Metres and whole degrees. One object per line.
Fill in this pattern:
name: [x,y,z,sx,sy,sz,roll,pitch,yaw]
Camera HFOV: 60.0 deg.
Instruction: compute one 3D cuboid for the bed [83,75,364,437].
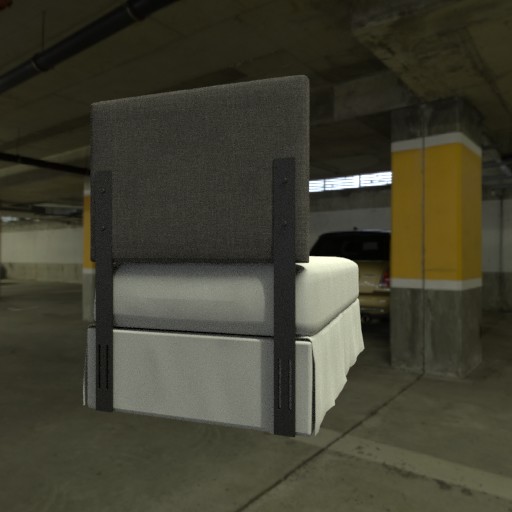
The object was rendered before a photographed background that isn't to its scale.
bed: [0.000,0.000,3.009,1.261,1.571,1.997,0,0,19]
